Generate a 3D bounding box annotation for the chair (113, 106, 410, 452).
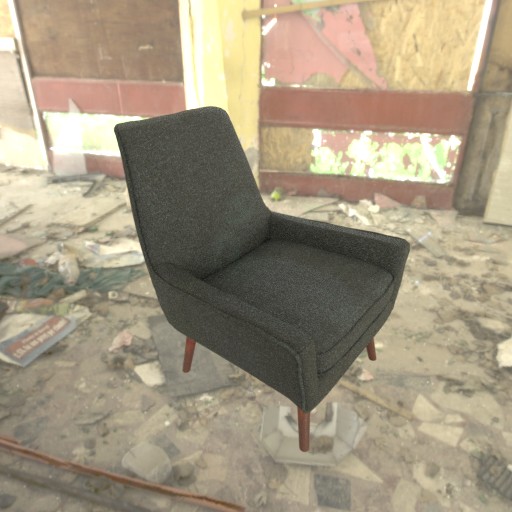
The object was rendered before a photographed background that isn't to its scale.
[{"bbox_3d":[0.000,0.000,1.537,0.859,0.883,0.763,19,33,32],"label":"chair"}]
